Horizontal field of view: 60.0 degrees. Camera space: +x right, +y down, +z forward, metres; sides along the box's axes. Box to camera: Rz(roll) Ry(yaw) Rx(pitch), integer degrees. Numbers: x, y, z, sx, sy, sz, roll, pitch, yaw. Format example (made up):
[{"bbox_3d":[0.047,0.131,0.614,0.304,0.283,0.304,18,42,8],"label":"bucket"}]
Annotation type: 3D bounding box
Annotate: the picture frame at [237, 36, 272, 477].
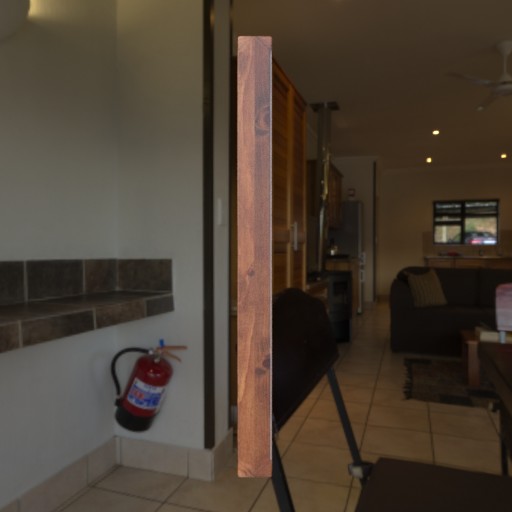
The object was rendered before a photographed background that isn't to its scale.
[{"bbox_3d":[0.000,0.000,0.533,0.028,0.356,0.352,0,0,0],"label":"picture frame"}]
